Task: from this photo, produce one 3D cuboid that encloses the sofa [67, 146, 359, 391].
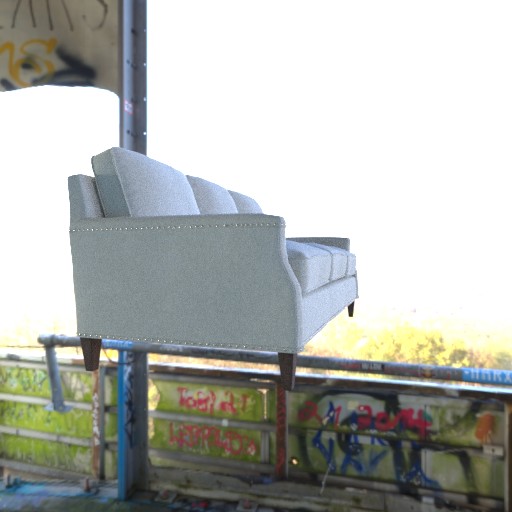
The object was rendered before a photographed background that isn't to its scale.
[{"bbox_3d":[0.000,0.000,2.810,1.084,1.003,2.246,0,0,18],"label":"sofa"}]
